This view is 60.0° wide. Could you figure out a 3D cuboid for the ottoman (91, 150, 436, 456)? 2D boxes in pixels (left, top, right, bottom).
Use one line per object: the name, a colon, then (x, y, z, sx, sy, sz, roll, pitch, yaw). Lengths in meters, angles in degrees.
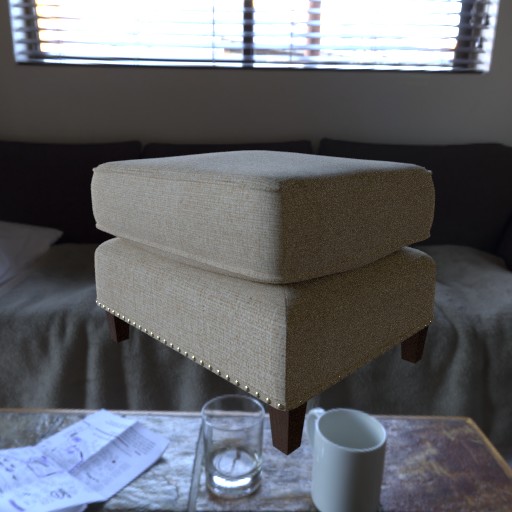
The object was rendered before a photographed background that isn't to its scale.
ottoman: (0.000, 0.000, 1.158, 0.589, 0.537, 0.738, -14, 20, -42)
